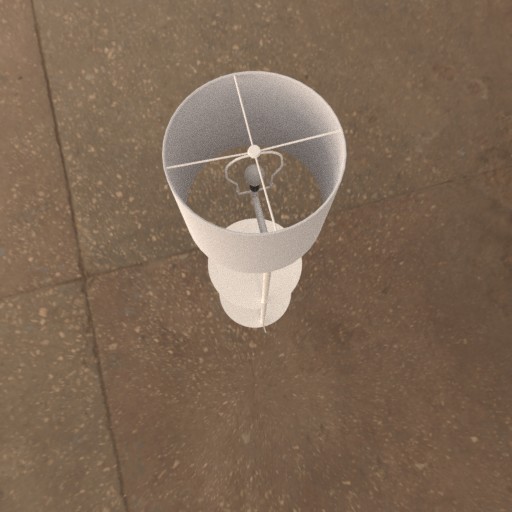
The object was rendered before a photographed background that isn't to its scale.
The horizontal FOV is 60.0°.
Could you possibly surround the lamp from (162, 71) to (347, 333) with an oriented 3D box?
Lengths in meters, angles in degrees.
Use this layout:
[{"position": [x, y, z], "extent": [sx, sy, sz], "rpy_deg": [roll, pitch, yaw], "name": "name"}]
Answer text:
[{"position": [0.000, 0.000, 1.594], "extent": [0.372, 1.465, 0.405], "rpy_deg": [-13, 74, -4], "name": "lamp"}]
